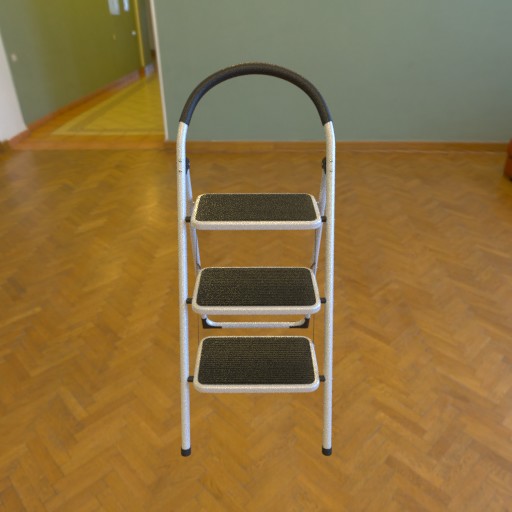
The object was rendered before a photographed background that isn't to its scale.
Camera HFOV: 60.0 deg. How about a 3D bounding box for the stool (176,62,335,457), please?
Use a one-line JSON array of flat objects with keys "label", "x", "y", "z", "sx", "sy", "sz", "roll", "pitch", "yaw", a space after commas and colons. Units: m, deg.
[{"label": "stool", "x": 0.000, "y": 0.000, "z": 1.435, "sx": 0.485, "sy": 1.109, "sz": 0.676, "roll": 0, "pitch": 30, "yaw": 0}]
